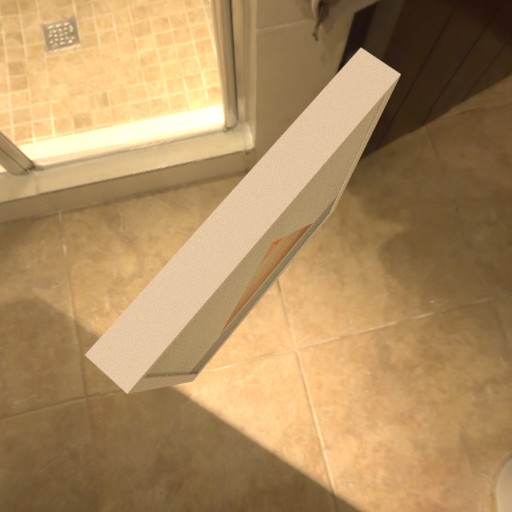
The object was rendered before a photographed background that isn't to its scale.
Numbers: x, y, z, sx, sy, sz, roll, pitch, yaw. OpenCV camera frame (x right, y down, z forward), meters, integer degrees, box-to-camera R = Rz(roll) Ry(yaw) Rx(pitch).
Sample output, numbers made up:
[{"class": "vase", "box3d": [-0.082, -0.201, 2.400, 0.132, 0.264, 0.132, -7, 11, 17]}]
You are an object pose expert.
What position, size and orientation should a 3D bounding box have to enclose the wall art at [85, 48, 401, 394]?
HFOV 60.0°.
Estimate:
[{"class": "wall art", "box3d": [0.000, 0.000, 0.463, 0.038, 0.304, 0.305, 39, 79, 9]}]
